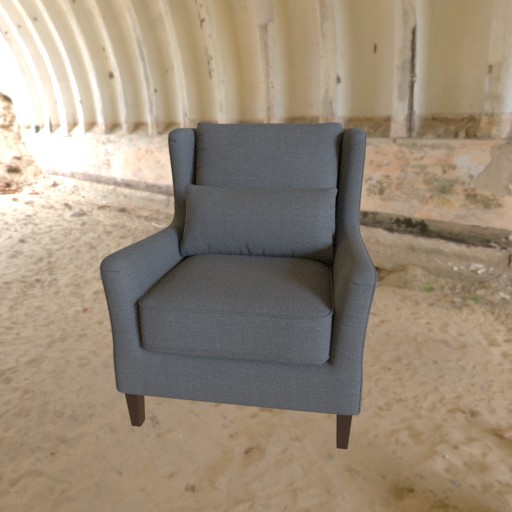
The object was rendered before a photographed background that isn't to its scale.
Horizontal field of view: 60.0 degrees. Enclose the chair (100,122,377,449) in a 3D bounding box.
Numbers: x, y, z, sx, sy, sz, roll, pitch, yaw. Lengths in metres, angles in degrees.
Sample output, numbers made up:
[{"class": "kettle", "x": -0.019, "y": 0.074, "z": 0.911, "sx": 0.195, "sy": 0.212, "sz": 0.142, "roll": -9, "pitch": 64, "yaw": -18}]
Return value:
[{"class": "chair", "x": 0.000, "y": 0.000, "z": 1.816, "sx": 0.866, "sy": 1.056, "sz": 1.040, "roll": 3, "pitch": 17, "yaw": 9}]
